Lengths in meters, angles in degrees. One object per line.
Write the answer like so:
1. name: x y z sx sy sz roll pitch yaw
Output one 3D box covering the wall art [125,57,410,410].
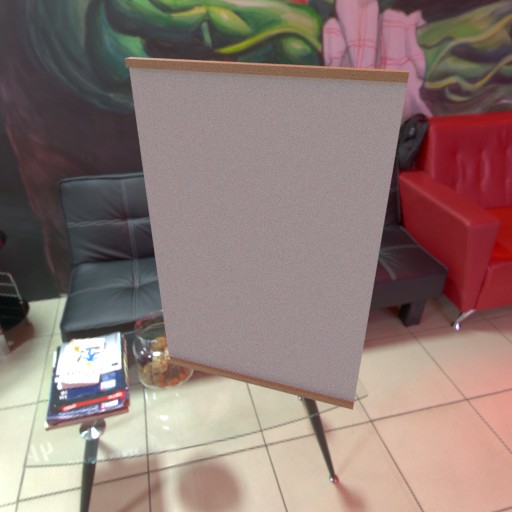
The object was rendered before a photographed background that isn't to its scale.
1. wall art: 0.000 0.000 1.883 0.991 1.510 0.040 10 32 16
